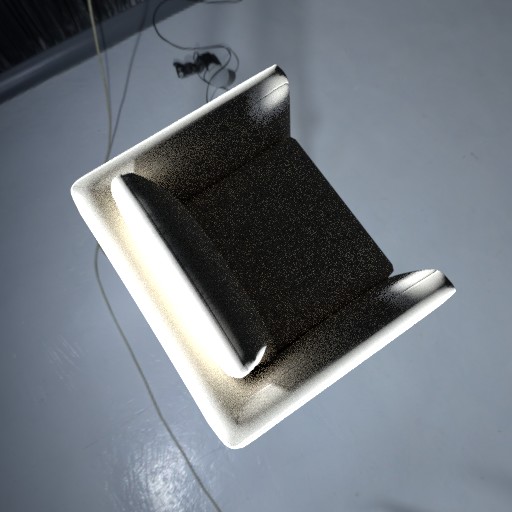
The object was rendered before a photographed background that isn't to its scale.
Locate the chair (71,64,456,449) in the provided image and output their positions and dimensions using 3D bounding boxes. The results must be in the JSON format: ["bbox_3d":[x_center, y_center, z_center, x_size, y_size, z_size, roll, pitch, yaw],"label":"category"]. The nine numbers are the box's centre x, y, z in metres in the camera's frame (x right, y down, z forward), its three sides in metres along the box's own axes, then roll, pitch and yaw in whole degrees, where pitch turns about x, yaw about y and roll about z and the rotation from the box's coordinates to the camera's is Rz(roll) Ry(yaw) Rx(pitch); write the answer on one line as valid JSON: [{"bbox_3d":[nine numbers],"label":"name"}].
[{"bbox_3d":[0.000,0.000,1.712,0.889,0.865,1.041,-33,78,-8],"label":"chair"}]
